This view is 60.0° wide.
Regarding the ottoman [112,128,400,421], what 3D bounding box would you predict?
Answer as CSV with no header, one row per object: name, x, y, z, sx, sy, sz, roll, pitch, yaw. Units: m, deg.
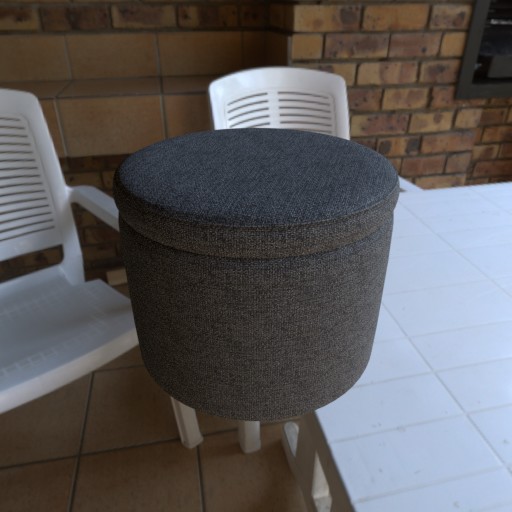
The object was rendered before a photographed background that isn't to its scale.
ottoman,0.000,0.000,0.916,0.520,0.430,0.520,0,30,0
